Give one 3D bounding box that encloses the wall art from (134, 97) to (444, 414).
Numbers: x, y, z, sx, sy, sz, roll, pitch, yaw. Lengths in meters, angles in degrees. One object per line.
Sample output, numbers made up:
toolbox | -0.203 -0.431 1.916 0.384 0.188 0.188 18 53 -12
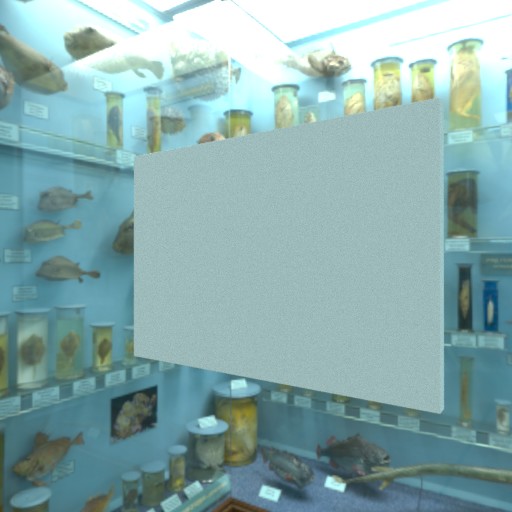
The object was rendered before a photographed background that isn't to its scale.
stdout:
wall art | 0.000 0.000 1.655 1.308 0.902 0.051 0 0 35
